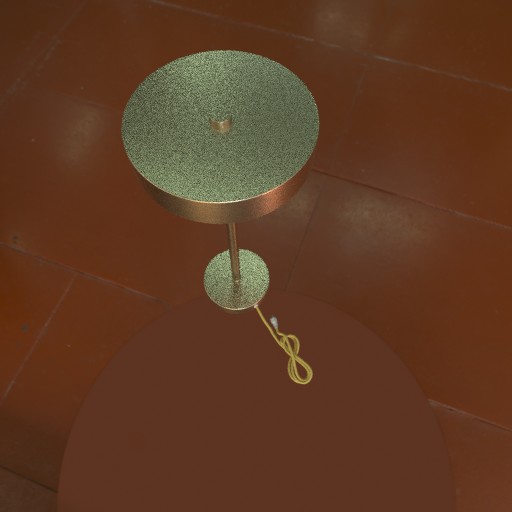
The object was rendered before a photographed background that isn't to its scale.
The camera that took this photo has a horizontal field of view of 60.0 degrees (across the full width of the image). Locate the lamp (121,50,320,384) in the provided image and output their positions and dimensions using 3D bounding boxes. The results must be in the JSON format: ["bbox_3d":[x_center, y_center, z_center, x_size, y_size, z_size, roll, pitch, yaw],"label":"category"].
[{"bbox_3d":[0.000,0.000,0.708,0.229,0.508,0.369,-33,68,-15],"label":"lamp"}]
